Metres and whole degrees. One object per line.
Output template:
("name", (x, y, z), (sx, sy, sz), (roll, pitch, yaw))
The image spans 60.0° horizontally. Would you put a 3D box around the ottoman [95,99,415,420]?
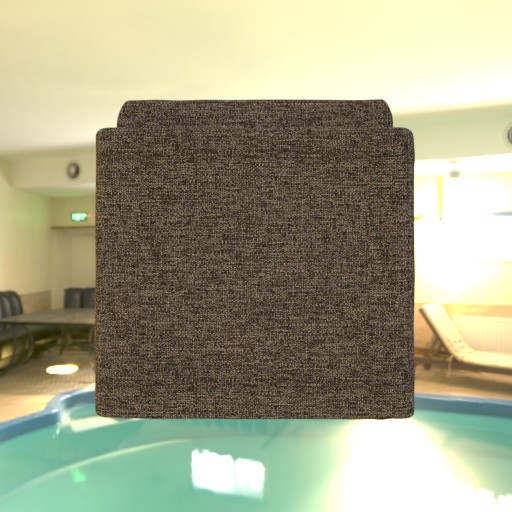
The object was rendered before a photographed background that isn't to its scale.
("ottoman", (0.000, 0.000, 0.821), (0.450, 0.463, 0.450), (0, 0, 1))
